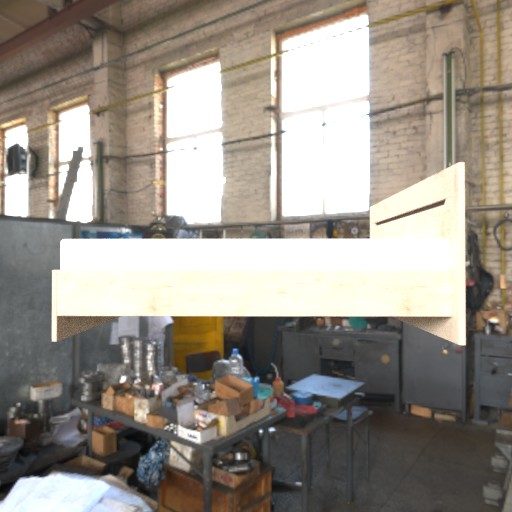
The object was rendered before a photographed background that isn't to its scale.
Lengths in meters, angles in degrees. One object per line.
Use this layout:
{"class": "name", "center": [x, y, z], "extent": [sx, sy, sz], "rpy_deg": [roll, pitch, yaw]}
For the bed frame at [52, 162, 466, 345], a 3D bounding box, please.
{"class": "bed frame", "center": [0.000, 0.000, 3.088], "extent": [2.080, 0.900, 1.800], "rpy_deg": [0, -1, 1]}
